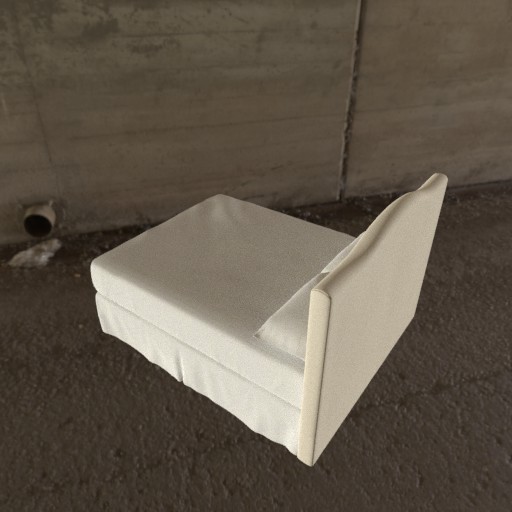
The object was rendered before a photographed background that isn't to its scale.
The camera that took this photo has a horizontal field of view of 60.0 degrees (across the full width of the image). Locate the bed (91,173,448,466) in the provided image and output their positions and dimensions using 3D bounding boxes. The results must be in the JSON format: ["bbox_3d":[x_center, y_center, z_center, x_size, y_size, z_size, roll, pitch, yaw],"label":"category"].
[{"bbox_3d":[0.000,0.000,3.430,2.143,1.460,1.753,22,38,30],"label":"bed"}]
